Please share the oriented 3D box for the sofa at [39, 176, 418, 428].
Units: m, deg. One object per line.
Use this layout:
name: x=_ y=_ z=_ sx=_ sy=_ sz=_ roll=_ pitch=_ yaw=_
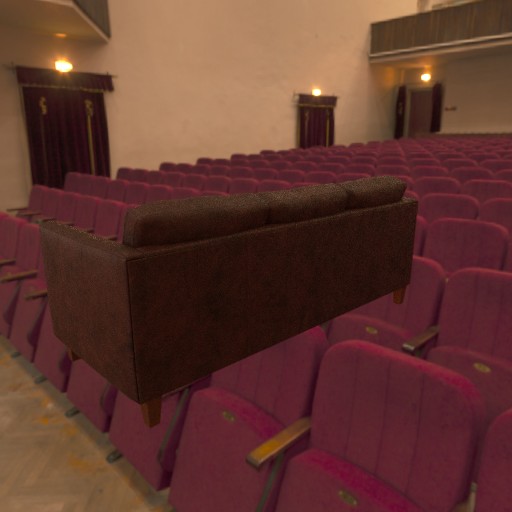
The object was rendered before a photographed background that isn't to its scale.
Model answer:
sofa: x=0.000 y=0.000 z=2.990 sx=2.464 sy=1.006 sz=1.045 roll=-14 pitch=20 yaw=-42
